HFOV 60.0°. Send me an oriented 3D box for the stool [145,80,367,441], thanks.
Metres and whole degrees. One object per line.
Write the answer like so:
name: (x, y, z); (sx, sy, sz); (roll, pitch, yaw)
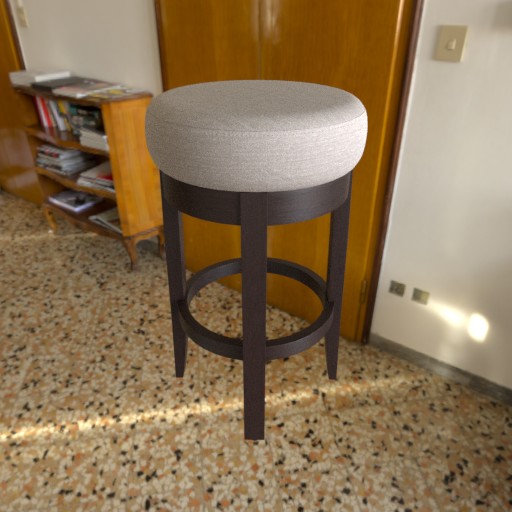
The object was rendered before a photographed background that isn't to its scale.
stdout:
stool: (0.000, 0.000, 1.054); (0.443, 0.757, 0.443); (0, 30, 0)
